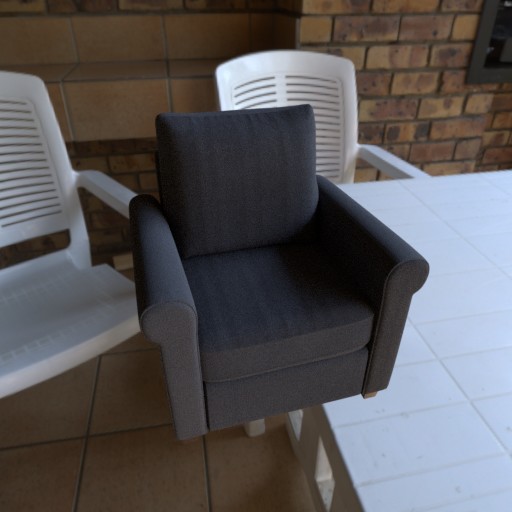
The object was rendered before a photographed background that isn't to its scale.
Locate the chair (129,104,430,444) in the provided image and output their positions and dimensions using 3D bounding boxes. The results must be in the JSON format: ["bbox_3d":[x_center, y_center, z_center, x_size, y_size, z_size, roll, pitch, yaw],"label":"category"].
[{"bbox_3d":[0.000,0.000,1.634,0.867,0.942,0.828,-9,33,-14],"label":"chair"}]
